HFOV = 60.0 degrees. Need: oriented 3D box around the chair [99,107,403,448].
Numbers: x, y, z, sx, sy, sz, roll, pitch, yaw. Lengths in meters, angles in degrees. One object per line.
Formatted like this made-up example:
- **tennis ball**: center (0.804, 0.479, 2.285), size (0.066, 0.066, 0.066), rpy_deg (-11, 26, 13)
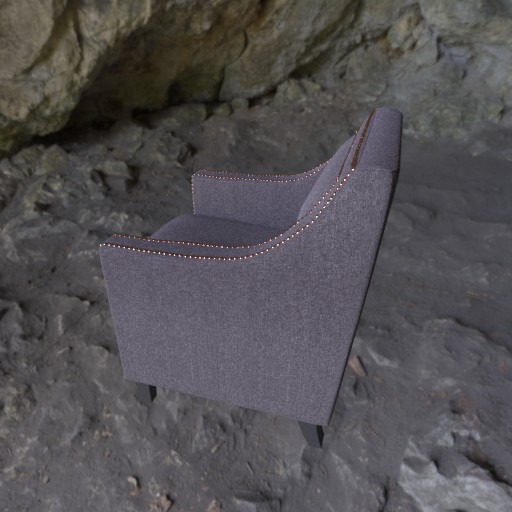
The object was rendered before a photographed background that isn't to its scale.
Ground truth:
- **chair**: center (0.000, 0.000, 1.622), size (0.884, 0.967, 0.776), rpy_deg (8, 30, 15)
